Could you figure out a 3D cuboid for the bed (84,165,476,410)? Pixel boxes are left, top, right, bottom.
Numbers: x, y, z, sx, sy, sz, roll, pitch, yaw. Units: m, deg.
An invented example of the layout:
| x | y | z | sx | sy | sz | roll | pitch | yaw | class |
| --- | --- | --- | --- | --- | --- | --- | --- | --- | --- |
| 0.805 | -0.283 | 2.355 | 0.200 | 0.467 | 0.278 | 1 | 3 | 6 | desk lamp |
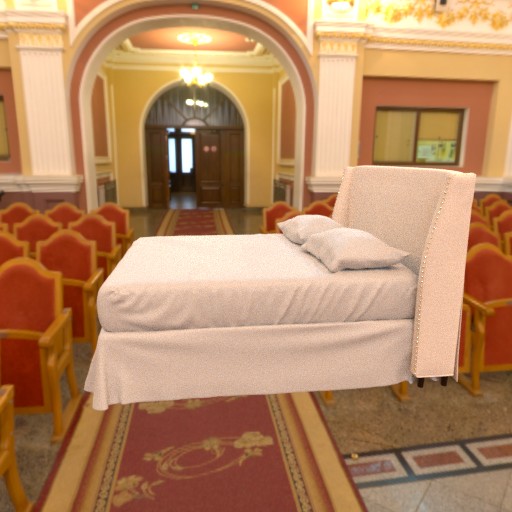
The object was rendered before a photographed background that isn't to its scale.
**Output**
| x | y | z | sx | sy | sz | roll | pitch | yaw | class |
| --- | --- | --- | --- | --- | --- | --- | --- | --- | --- |
| 0.000 | 0.000 | 3.386 | 2.276 | 1.332 | 1.925 | -2 | 13 | -7 | bed |
